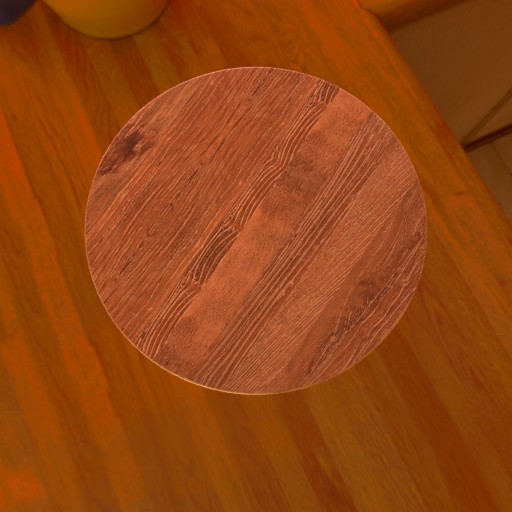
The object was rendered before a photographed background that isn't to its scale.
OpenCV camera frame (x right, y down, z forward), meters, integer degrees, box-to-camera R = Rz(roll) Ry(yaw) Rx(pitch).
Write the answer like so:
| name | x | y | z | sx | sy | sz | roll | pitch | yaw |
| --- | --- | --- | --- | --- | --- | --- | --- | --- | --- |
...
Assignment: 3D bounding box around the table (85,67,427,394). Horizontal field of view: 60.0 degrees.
| name | x | y | z | sx | sy | sz | roll | pitch | yaw |
| --- | --- | --- | --- | --- | --- | --- | --- | --- | --- |
| table | 0.000 | 0.000 | 0.889 | 0.500 | 0.500 | 0.500 | 0 | 76 | 0 |
